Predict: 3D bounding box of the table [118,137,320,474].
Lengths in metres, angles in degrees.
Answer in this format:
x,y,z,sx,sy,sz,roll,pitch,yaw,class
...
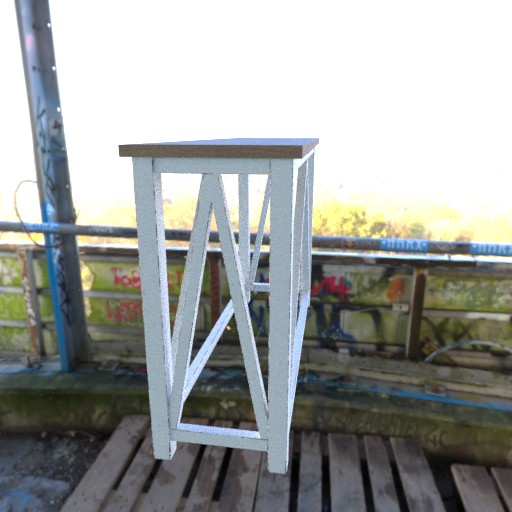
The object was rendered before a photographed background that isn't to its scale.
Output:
x,y,z,sx,sy,sz,roll,pitch,yaw,class
0.000,0.000,1.835,0.450,0.930,1.400,3,16,9,table
